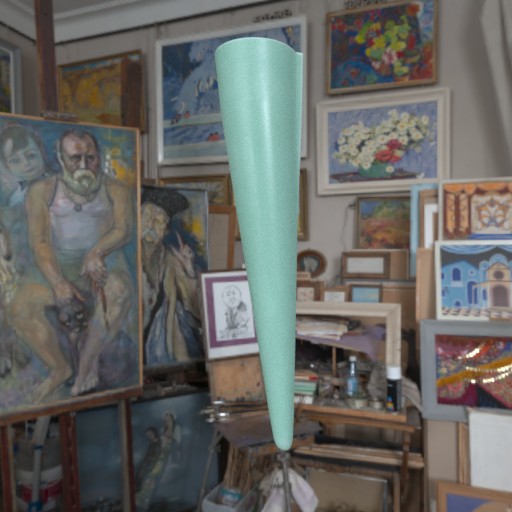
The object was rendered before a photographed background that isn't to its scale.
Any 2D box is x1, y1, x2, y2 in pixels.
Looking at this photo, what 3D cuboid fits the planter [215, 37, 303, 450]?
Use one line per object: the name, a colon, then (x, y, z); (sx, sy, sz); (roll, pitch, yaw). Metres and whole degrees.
planter: (0.000, 0.000, 0.298); (0.055, 0.268, 0.054); (0, 1, -18)
